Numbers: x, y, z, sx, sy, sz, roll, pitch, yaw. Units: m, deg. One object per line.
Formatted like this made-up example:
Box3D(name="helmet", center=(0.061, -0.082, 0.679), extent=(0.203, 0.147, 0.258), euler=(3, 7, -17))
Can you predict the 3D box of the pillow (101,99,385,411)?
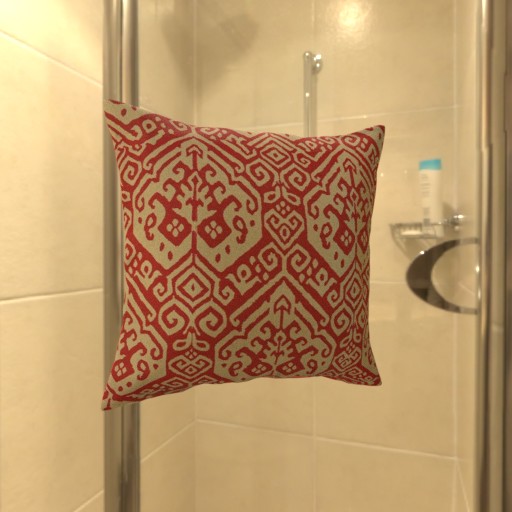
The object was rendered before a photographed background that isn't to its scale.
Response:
Box3D(name="pillow", center=(0.000, 0.000, 0.788), extent=(0.522, 0.507, 0.192), euler=(0, 0, -17))
